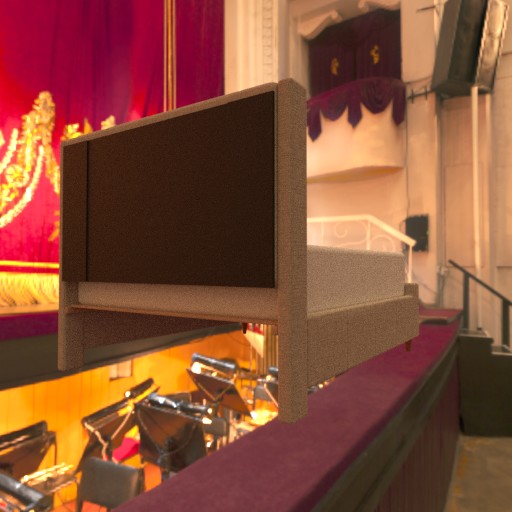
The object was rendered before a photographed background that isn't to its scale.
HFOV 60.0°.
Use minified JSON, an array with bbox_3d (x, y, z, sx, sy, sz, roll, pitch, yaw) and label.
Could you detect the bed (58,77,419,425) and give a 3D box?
[{"bbox_3d":[0.000,0.000,3.729,2.045,1.743,2.370,-1,-2,35],"label":"bed"}]
